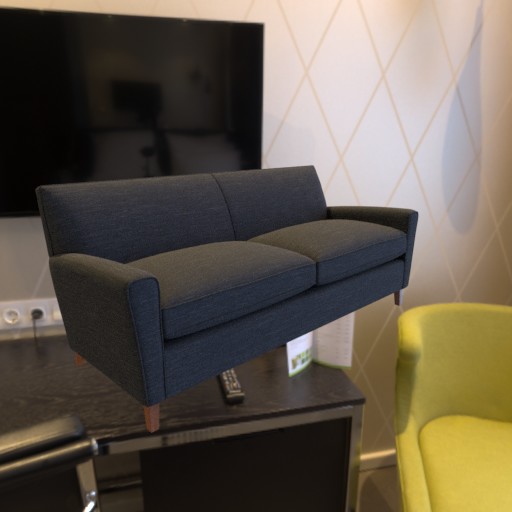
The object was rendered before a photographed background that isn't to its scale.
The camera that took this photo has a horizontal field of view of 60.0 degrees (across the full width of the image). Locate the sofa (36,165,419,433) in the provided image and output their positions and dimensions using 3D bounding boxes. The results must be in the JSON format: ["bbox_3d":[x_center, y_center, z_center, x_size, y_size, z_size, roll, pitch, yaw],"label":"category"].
[{"bbox_3d":[0.000,0.000,2.420,1.976,0.846,0.875,-14,21,-42],"label":"sofa"}]
